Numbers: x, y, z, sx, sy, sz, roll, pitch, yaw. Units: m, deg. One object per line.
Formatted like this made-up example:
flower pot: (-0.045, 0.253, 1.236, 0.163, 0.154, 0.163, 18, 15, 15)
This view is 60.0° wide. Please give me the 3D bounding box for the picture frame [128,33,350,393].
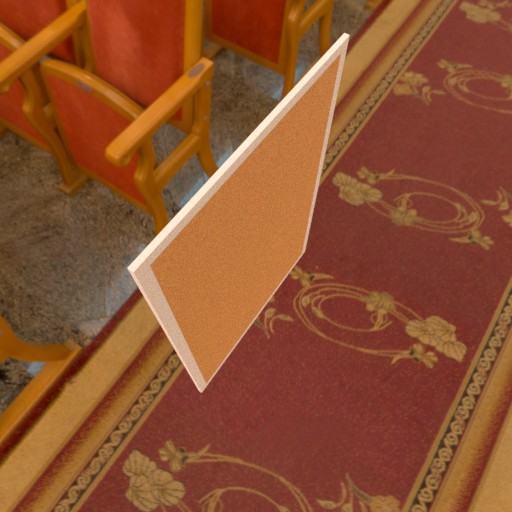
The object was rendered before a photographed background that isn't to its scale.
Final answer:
picture frame: (0.000, 0.000, 1.204, 0.013, 0.940, 0.659, 32, 67, 15)
